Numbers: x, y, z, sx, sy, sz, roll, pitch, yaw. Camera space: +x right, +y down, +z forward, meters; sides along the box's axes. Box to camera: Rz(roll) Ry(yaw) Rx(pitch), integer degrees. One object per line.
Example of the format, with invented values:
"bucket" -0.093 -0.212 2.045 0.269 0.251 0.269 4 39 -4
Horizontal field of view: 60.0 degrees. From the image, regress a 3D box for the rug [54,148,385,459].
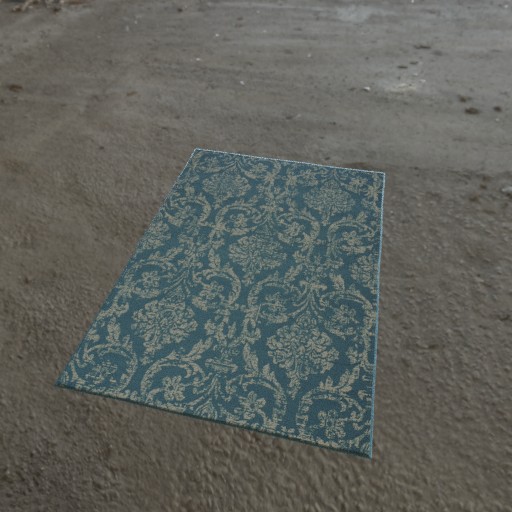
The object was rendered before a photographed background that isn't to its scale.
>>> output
"rug" 0.000 0.000 2.823 1.554 0.012 2.205 9 47 9
